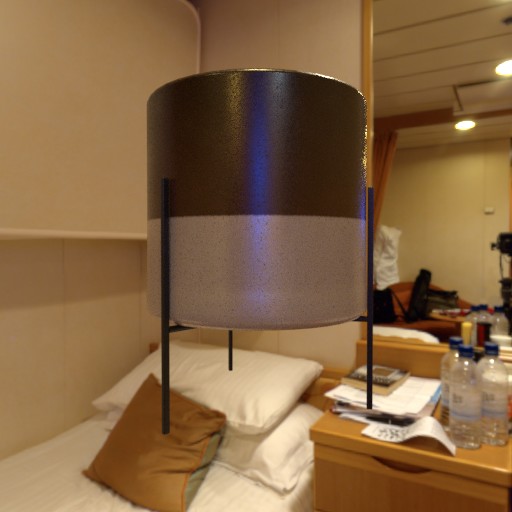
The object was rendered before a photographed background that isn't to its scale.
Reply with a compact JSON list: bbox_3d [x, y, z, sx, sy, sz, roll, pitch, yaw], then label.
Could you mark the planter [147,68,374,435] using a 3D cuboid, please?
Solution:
[{"bbox_3d":[0.000,0.000,0.716,0.345,0.465,0.354,0,1,-17],"label":"planter"}]
